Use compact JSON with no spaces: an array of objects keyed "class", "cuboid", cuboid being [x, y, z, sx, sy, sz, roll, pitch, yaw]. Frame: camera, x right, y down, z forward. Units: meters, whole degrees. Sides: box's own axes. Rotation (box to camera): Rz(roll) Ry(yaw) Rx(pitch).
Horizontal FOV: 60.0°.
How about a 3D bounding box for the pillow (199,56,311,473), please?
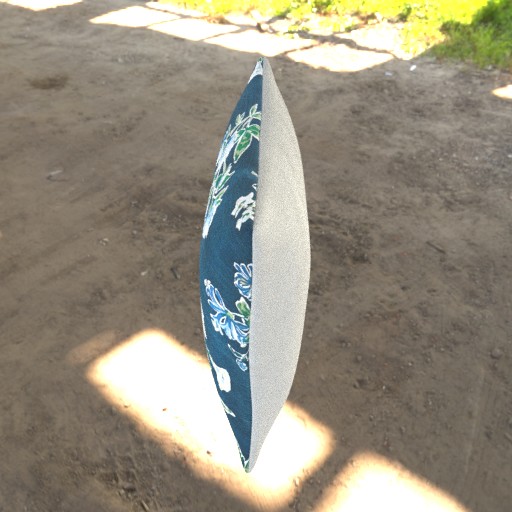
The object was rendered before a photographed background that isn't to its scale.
[{"class":"pillow","cuboid":[0.000,0.000,0.767,0.166,0.508,0.525,1,41,1]}]
